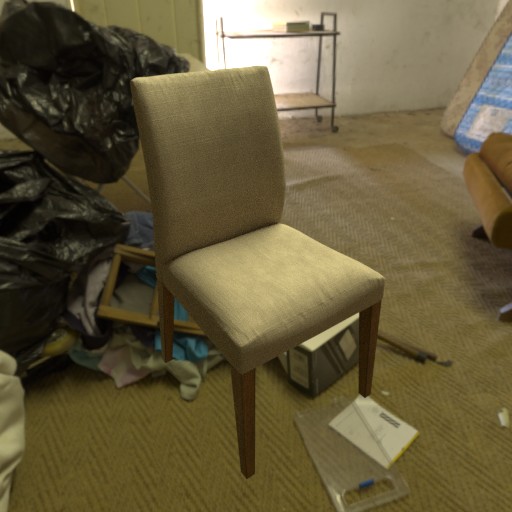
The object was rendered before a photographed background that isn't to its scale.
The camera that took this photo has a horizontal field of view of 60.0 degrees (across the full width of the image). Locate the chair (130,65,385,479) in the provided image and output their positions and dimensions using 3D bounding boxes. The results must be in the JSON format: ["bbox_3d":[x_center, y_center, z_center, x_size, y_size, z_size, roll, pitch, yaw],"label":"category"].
[{"bbox_3d":[0.000,0.000,1.279,0.496,0.940,0.585,-21,36,-31],"label":"chair"}]
